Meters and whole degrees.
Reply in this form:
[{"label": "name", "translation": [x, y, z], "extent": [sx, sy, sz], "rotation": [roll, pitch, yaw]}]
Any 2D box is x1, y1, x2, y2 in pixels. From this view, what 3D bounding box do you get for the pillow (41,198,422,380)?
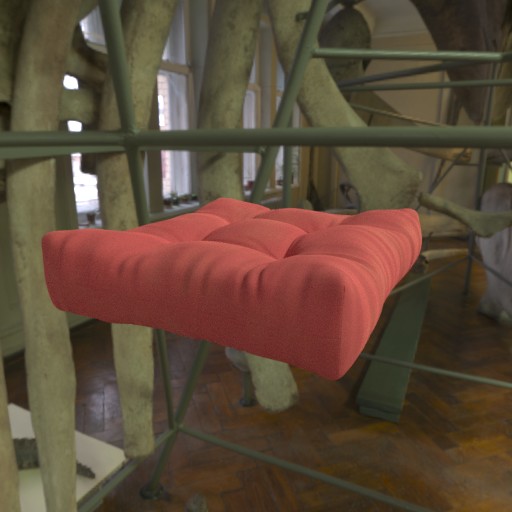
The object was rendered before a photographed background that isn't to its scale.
[{"label": "pillow", "translation": [0.000, 0.000, 0.735], "extent": [0.468, 0.128, 0.490], "rotation": [8, 17, 26]}]
